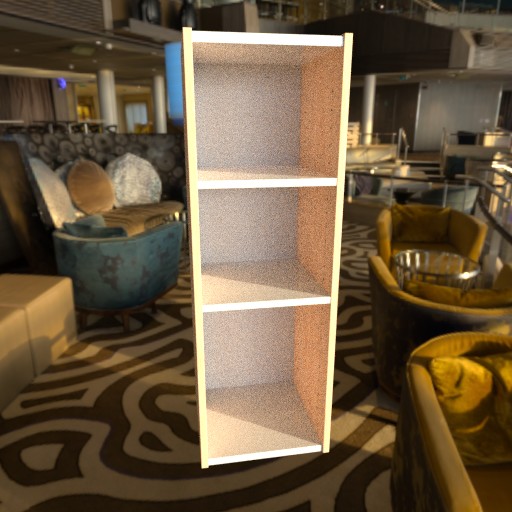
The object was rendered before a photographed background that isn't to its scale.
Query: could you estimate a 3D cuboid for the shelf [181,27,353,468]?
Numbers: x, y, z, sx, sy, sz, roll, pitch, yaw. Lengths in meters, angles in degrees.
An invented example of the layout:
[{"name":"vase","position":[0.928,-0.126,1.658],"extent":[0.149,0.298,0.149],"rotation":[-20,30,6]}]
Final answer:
[{"name":"shelf","position":[0.000,0.000,1.032],"extent":[0.300,0.900,0.290],"rotation":[-3,17,-10]}]
